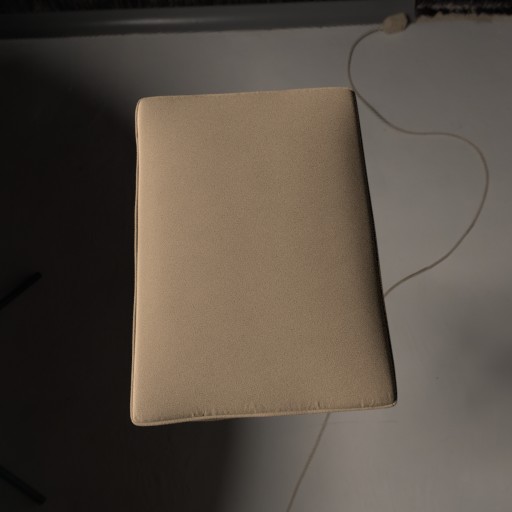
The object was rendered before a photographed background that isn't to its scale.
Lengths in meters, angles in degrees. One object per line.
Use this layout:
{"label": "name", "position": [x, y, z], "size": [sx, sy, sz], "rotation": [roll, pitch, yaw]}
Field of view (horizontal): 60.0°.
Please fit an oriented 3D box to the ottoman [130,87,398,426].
{"label": "ottoman", "position": [0.000, 0.000, 1.357], "size": [0.721, 0.482, 0.959], "rotation": [-3, 74, -1]}
